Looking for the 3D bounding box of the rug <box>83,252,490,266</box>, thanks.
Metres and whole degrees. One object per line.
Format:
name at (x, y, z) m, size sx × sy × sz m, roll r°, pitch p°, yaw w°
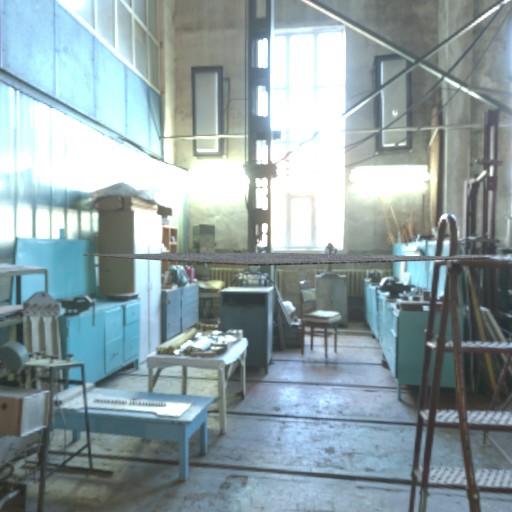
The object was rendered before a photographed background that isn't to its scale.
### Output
rug at (0.000, 0.000, 5.317) m, size 2.997 × 0.020 × 4.093 m, roll -1°, pitch 2°, yaw -36°
